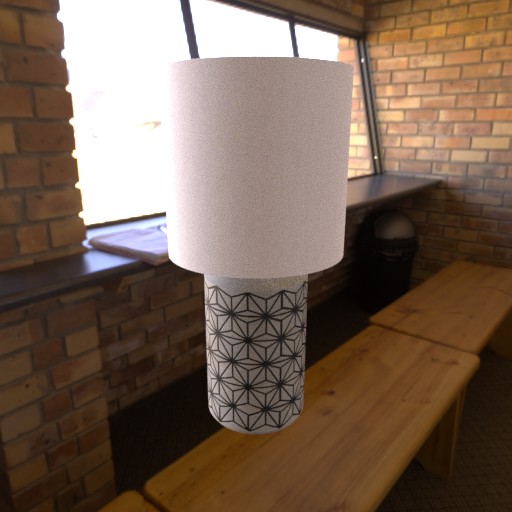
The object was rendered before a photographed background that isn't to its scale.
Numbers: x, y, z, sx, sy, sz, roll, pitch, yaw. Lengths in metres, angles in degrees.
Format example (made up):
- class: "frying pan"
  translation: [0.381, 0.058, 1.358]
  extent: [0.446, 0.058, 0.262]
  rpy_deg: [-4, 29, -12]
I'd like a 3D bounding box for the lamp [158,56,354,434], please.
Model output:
- class: "lamp"
  translation: [0.000, 0.000, 0.535]
  extent: [0.206, 0.416, 0.206]
  rpy_deg: [2, 17, 8]
